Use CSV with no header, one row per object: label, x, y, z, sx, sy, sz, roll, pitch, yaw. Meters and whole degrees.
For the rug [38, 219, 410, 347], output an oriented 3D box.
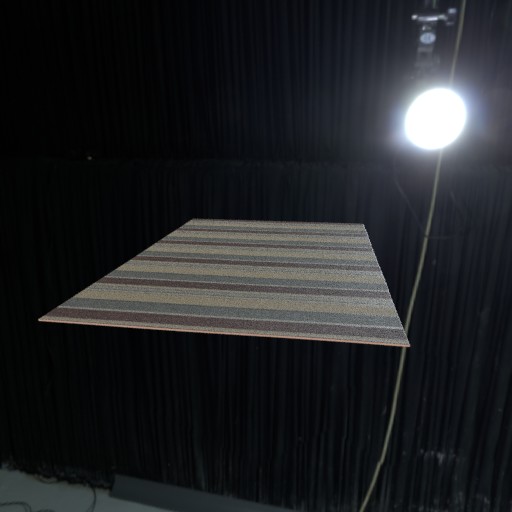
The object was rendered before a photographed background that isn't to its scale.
rug,0.000,0.000,2.286,1.219,0.008,1.829,2,16,8
